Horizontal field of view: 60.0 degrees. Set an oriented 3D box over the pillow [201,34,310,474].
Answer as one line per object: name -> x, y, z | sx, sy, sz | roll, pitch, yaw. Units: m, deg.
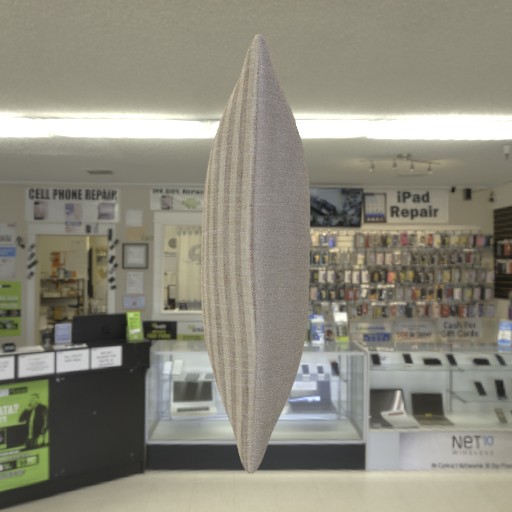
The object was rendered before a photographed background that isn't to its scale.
pillow -> 0.000, 0.000, 0.771 | 0.166, 0.510, 0.523 | 0, -1, 0
